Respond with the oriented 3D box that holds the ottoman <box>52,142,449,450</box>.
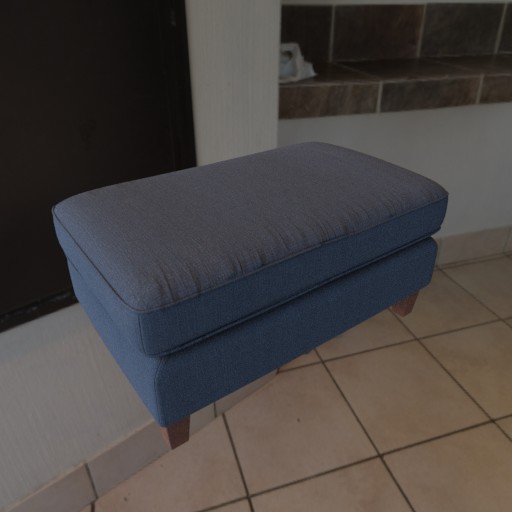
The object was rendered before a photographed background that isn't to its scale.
[{"bbox_3d":[0.000,0.000,1.199,0.885,0.438,0.570,-20,36,-30],"label":"ottoman"}]
